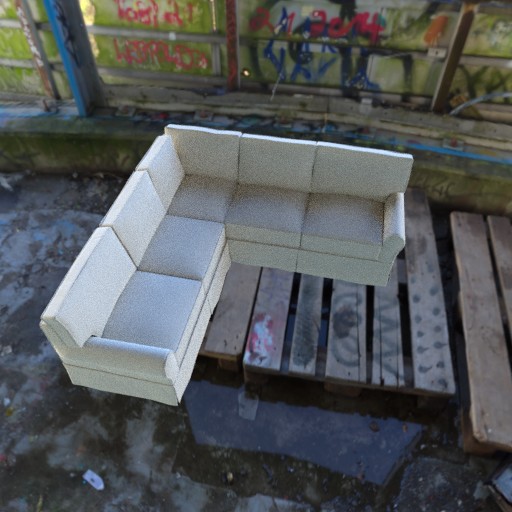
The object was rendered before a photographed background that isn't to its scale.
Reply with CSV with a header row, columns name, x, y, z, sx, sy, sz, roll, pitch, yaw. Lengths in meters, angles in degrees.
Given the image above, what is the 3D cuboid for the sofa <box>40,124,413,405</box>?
name,x,y,z,sx,sy,sz,roll,pitch,yaw
sofa,0.000,0.000,3.972,2.597,1.070,2.591,9,48,8
